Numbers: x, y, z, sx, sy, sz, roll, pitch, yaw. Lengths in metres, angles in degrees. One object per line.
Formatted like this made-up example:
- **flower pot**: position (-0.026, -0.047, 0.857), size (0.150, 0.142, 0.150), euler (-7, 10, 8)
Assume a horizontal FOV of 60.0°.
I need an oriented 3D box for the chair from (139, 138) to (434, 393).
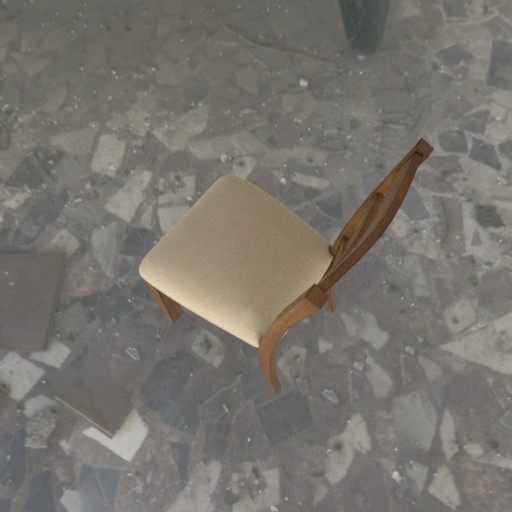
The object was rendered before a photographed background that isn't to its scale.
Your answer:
- **chair**: position (0.000, 0.000, 1.272), size (0.581, 0.949, 0.461), euler (33, 68, 16)
